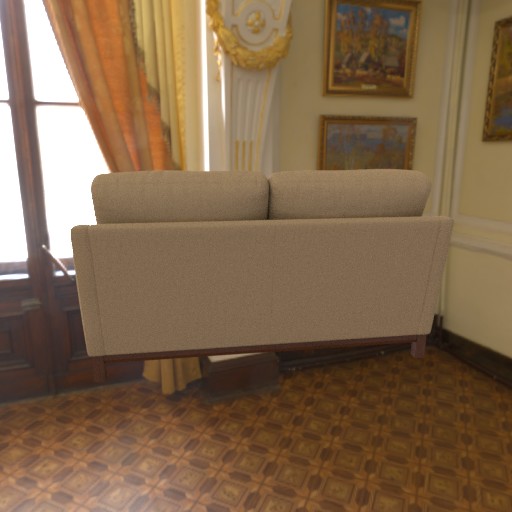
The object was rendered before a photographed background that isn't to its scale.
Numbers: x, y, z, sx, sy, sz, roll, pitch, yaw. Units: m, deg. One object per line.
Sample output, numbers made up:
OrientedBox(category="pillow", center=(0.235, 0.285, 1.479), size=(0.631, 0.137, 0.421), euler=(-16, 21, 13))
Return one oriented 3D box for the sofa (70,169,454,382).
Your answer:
OrientedBox(category="sofa", center=(0.000, 0.000, 2.326), size=(1.619, 0.910, 1.004), euler=(-2, 13, -9))
